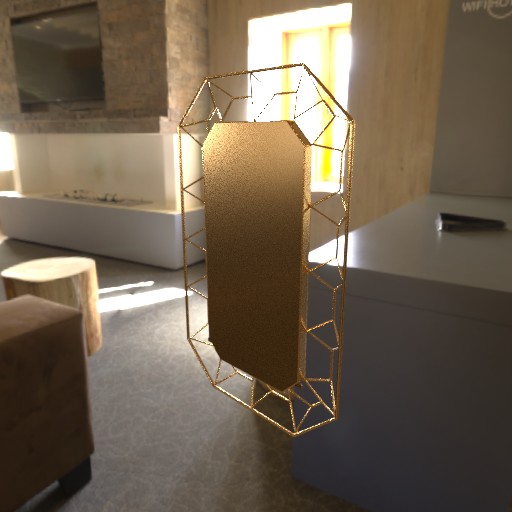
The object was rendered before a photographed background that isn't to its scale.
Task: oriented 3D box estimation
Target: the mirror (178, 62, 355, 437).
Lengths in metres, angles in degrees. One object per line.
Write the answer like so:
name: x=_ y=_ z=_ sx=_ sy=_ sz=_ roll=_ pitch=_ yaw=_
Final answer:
mirror: x=0.000 y=0.000 z=1.120 sx=0.051 sy=0.870 sz=0.572 roll=-14 pitch=21 yaw=-42
